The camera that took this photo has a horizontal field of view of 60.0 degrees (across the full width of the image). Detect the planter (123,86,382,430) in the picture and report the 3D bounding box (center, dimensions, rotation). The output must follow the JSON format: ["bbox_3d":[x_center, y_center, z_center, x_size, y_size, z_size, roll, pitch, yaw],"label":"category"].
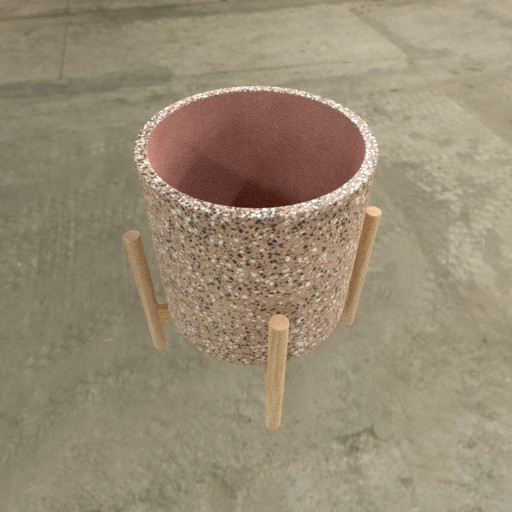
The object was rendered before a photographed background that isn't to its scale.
[{"bbox_3d":[0.000,0.000,0.707,0.360,0.419,0.360,10,46,10],"label":"planter"}]
